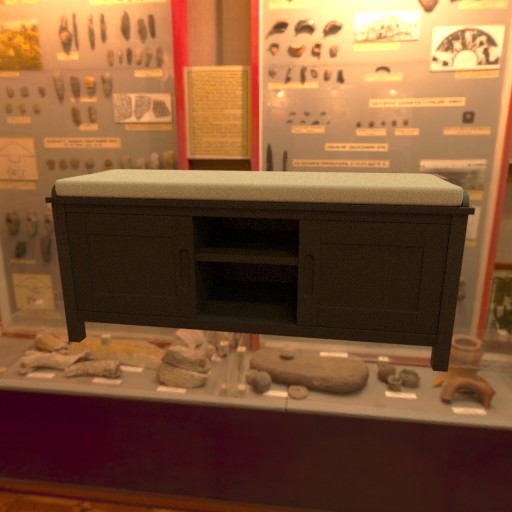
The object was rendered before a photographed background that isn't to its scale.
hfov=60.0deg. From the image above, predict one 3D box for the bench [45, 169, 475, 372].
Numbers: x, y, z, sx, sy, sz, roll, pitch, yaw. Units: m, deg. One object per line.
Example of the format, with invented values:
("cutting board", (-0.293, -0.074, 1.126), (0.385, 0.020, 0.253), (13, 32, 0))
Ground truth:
("bench", (0.000, 0.000, 1.405), (1.140, 0.501, 0.398), (3, 16, 9))
